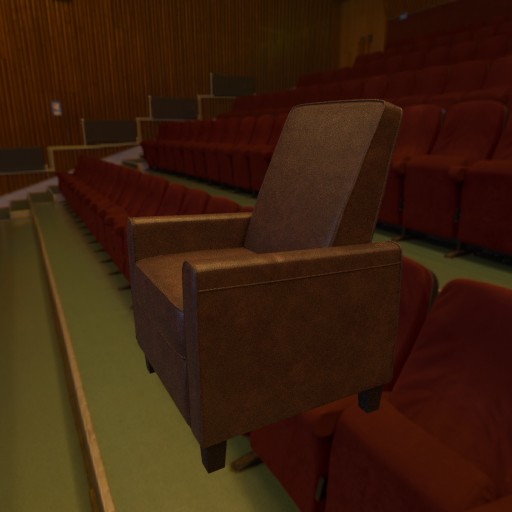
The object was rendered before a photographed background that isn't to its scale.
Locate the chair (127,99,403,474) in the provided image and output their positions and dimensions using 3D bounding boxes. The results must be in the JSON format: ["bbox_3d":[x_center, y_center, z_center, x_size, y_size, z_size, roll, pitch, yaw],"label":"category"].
[{"bbox_3d":[0.000,0.000,1.513,0.746,1.013,0.705,-9,19,-27],"label":"chair"}]
